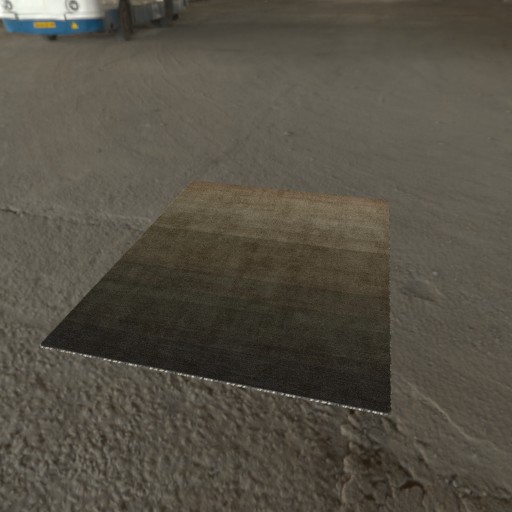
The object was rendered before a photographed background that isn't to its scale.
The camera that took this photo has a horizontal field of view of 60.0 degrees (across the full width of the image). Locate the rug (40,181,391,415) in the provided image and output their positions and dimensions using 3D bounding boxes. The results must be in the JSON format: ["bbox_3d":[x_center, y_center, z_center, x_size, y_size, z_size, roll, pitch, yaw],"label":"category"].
[{"bbox_3d":[0.000,0.000,3.930,2.306,0.017,2.902,8,33,12],"label":"rug"}]
